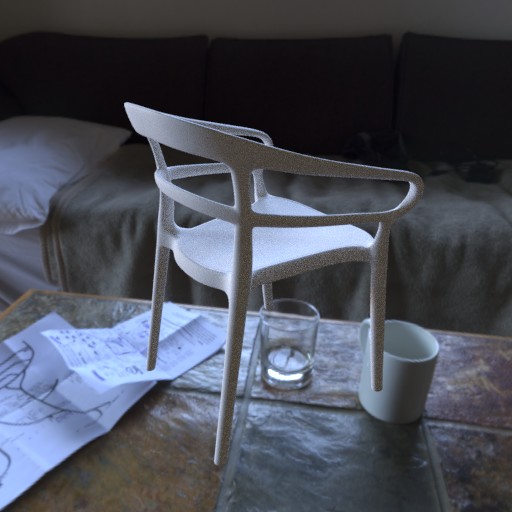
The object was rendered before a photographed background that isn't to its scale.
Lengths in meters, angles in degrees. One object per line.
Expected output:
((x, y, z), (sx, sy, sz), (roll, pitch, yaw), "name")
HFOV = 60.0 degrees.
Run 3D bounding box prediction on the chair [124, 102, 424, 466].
((0.000, 0.000, 1.111), (0.527, 0.761, 0.559), (-18, 32, -31), "chair")
